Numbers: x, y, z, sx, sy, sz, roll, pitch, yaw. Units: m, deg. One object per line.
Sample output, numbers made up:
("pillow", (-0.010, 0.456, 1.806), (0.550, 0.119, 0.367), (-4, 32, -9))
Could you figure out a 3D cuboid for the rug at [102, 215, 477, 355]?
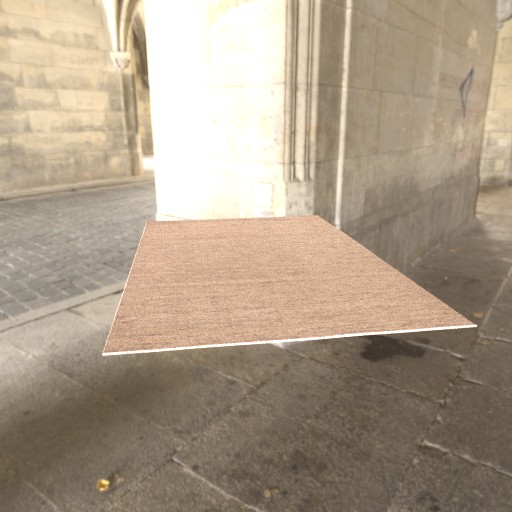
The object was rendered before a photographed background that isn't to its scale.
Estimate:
("rug", (0.000, 0.000, 2.281), (1.225, 0.013, 1.840), (-3, 17, -9))
